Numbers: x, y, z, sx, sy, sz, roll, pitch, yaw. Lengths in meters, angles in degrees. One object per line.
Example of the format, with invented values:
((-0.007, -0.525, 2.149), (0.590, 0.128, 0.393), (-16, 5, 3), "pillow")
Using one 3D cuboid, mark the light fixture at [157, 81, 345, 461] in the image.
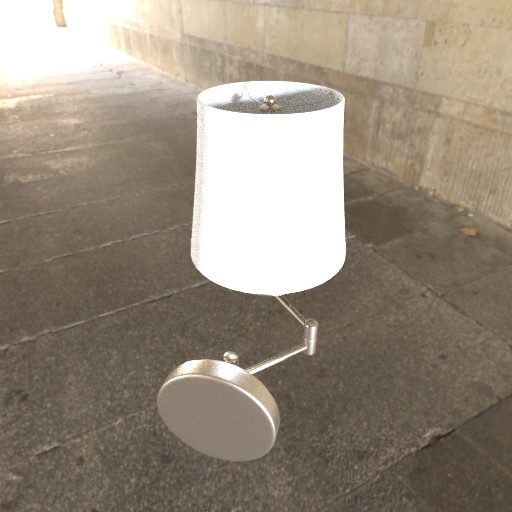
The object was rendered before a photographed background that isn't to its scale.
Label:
((0.000, 0.000, 0.585), (0.223, 0.381, 0.348), (9, 33, 13), "light fixture")
